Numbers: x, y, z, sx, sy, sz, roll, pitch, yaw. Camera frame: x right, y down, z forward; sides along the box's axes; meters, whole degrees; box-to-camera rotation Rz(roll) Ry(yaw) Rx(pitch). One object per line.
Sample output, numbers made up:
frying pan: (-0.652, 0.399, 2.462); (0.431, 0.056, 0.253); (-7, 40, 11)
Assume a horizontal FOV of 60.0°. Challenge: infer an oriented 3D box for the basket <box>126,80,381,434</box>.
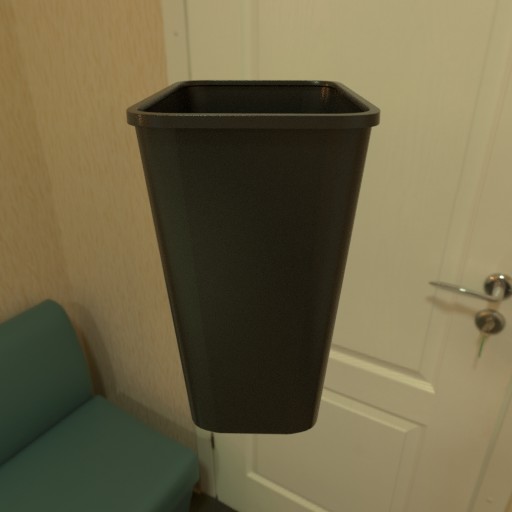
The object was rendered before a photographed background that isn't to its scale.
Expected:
basket: (0.000, 0.000, 0.748); (0.287, 0.521, 0.394); (1, 27, 1)
